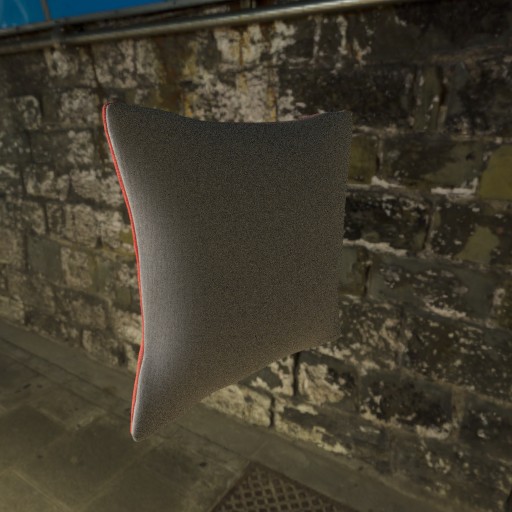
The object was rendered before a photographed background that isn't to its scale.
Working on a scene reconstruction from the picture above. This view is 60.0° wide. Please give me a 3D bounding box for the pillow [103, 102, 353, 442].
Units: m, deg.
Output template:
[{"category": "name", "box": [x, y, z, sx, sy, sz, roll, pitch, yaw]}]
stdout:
[{"category": "pillow", "box": [0.000, 0.000, 0.655, 0.437, 0.419, 0.136, -15, 22, -41]}]
